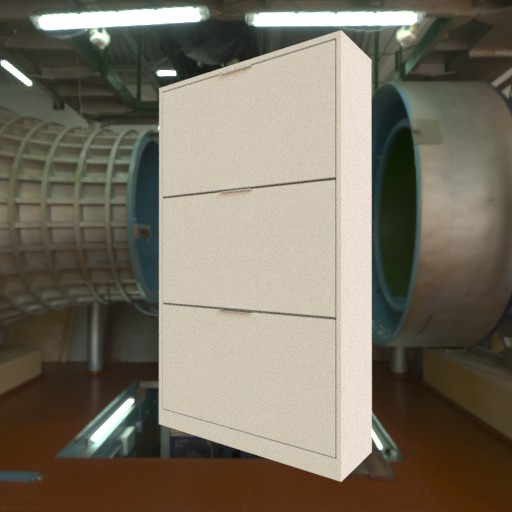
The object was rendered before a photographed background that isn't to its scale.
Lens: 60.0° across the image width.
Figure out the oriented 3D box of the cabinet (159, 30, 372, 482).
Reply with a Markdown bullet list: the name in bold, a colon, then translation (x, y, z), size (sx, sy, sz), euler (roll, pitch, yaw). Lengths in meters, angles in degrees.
- **cabinet**: translation (0.000, 0.000, 1.563), size (0.750, 1.280, 0.250), euler (0, 0, 35)
